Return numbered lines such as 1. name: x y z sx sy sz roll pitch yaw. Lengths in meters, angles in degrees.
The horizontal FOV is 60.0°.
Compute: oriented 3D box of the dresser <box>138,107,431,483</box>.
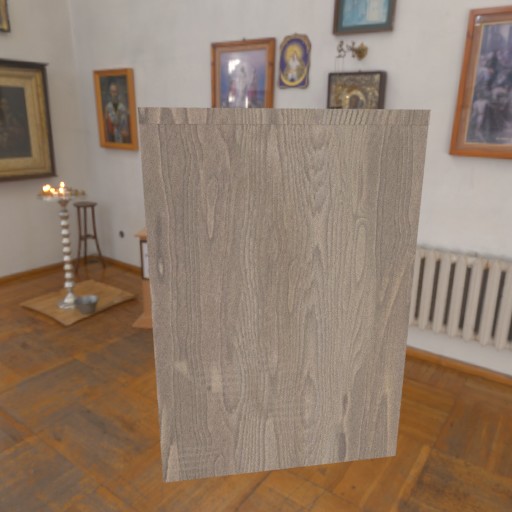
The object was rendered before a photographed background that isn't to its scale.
1. dresser: 0.000 0.000 1.269 0.529 0.762 0.809 -2 16 -9
